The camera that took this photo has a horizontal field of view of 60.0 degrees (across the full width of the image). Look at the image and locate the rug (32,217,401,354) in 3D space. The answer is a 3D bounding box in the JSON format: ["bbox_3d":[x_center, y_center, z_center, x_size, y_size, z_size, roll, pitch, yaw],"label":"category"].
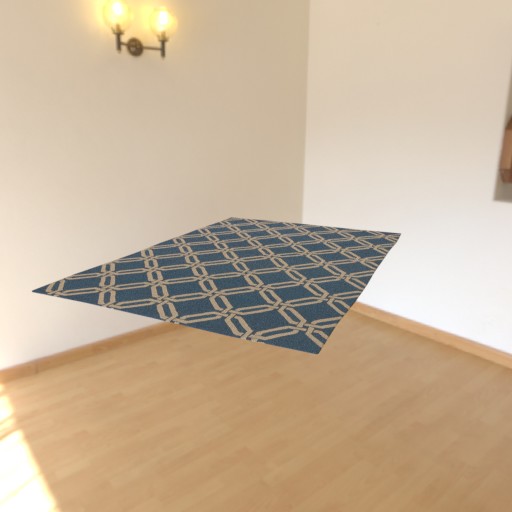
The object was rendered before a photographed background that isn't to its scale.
[{"bbox_3d":[0.000,0.000,2.847,1.524,0.013,2.135,8,18,24],"label":"rug"}]
